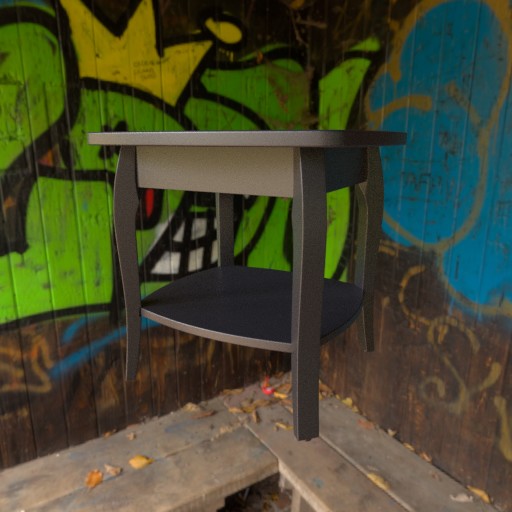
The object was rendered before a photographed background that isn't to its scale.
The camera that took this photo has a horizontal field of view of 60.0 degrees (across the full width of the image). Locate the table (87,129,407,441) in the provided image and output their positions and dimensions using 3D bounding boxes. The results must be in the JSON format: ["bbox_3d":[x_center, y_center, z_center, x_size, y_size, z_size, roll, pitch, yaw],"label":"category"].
[{"bbox_3d":[0.000,0.000,0.853,0.508,0.457,0.457,8,17,28],"label":"table"}]
